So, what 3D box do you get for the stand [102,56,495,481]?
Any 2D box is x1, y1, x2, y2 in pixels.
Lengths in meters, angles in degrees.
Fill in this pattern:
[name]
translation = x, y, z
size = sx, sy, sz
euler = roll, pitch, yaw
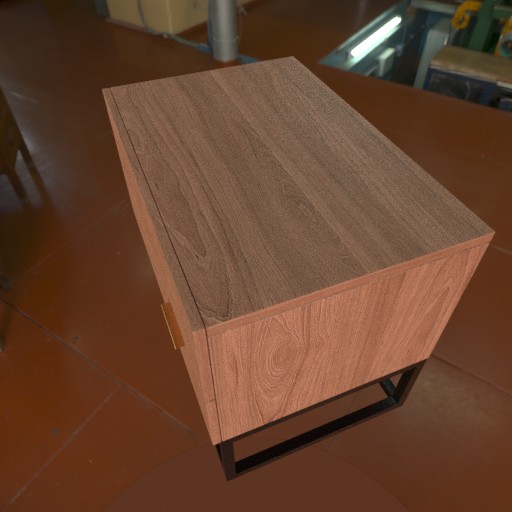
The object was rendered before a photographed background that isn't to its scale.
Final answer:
[stand]
translation = 0.000, 0.000, 0.887
size = 0.420, 0.500, 0.600
euler = -17, 48, -15
